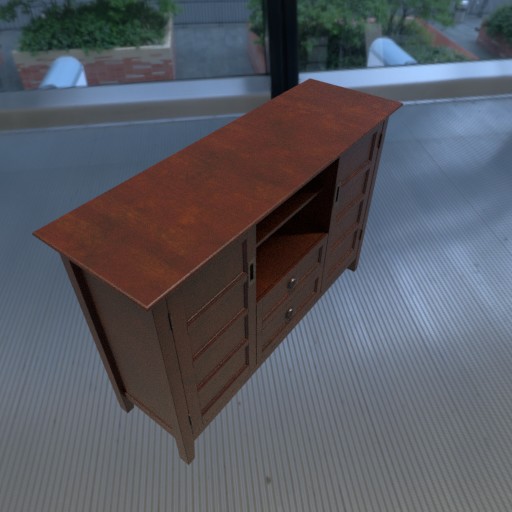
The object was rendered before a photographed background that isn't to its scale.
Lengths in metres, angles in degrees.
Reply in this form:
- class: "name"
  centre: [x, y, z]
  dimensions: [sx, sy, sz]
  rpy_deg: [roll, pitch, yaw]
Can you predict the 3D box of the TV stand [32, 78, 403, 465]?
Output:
- class: "TV stand"
  centre: [0.000, 0.000, 1.778]
  dimensions: [0.445, 0.915, 1.372]
  rpy_deg: [27, 49, 27]
